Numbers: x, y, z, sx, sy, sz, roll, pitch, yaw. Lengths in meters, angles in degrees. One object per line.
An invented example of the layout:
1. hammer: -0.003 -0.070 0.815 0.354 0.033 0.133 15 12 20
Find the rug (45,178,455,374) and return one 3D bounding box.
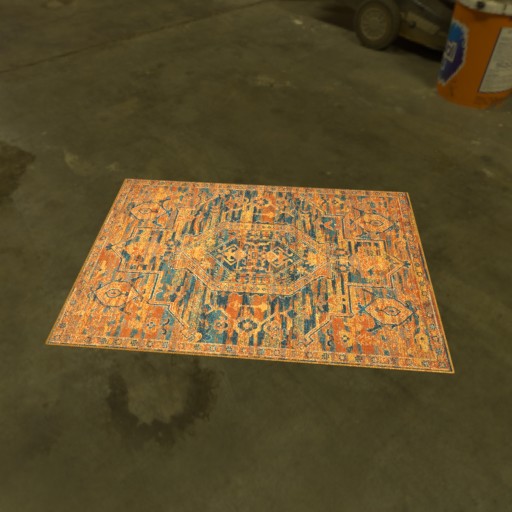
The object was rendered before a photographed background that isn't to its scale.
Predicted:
1. rug: 0.000 0.000 3.849 2.916 0.019 2.043 3 46 3
